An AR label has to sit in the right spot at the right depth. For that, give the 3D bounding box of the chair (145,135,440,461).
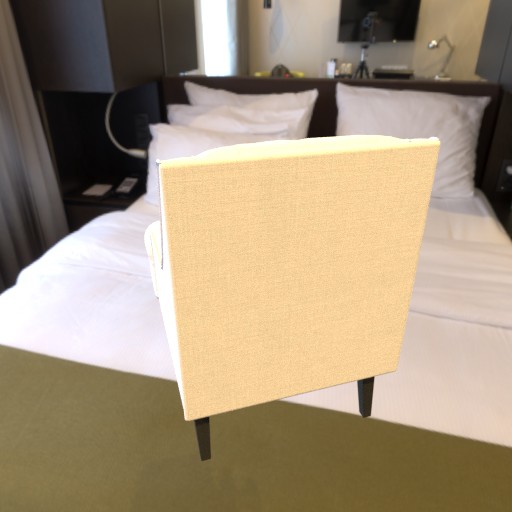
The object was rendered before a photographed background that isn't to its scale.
[{"bbox_3d":[0.000,0.000,1.429,0.658,0.891,0.772,-8,29,-16],"label":"chair"}]
